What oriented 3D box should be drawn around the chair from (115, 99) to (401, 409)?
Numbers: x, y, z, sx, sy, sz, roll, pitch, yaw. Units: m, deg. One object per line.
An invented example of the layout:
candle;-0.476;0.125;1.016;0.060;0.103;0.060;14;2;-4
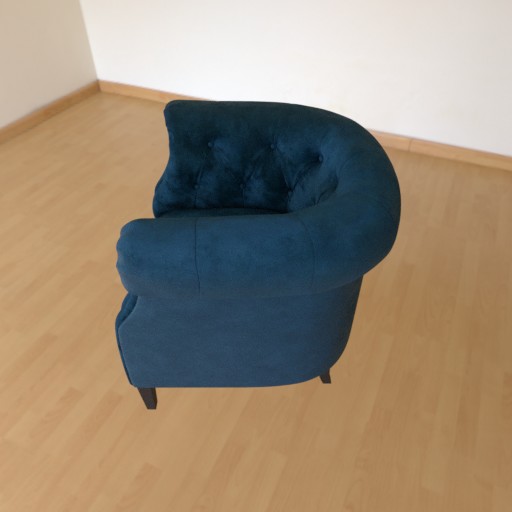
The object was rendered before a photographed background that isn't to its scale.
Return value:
chair;0.000;0.000;1.572;0.851;0.826;0.904;0;42;0
